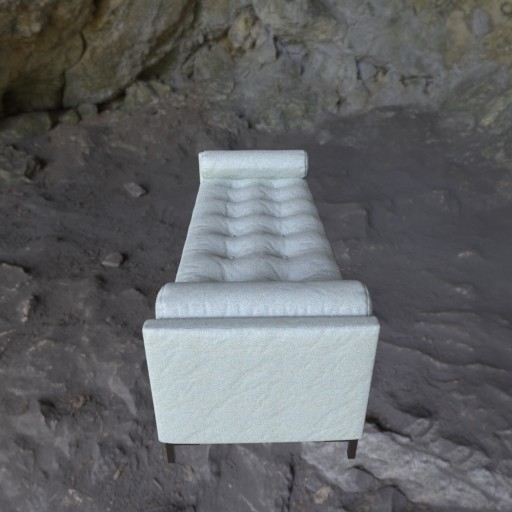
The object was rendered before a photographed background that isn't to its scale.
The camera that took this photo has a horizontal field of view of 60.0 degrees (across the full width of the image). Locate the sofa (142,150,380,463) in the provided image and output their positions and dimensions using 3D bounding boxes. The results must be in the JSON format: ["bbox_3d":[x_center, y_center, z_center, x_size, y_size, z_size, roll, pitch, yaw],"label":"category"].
[{"bbox_3d":[0.000,0.000,2.463,0.796,0.705,2.102,-1,29,-1],"label":"sofa"}]
